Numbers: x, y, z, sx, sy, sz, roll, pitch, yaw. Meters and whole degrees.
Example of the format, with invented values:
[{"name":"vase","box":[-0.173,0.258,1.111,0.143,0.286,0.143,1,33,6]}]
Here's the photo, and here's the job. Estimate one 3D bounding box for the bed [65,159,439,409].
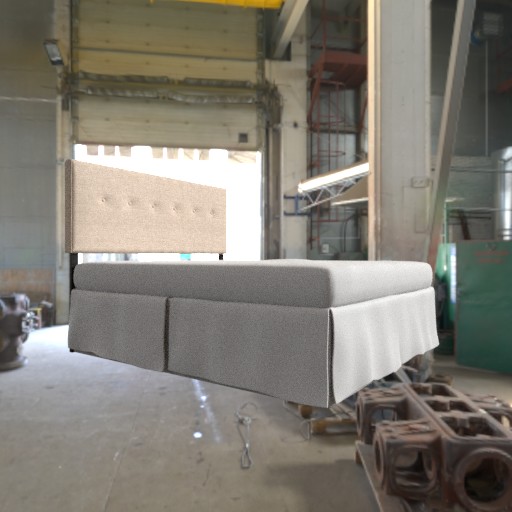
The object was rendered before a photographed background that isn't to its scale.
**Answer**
[{"name":"bed","box":[0.000,0.000,2.963,1.978,1.270,1.643,0,0,36]}]
